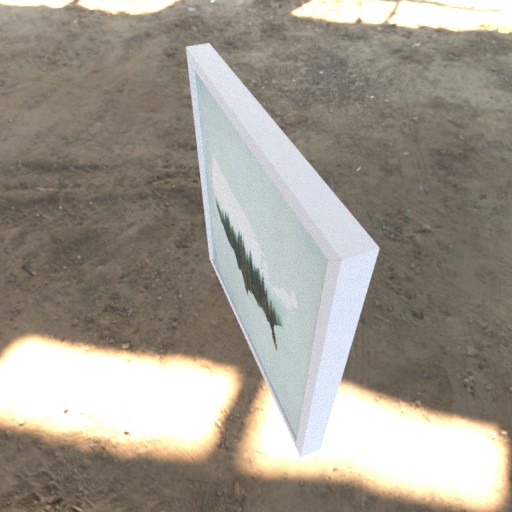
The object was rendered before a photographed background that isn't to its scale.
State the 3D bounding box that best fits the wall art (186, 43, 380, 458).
[{"bbox_3d":[0.000,0.000,0.449,0.024,0.304,0.304,-17,49,-15],"label":"wall art"}]
